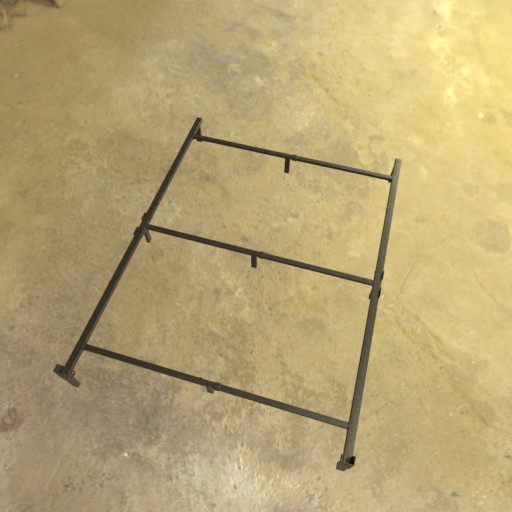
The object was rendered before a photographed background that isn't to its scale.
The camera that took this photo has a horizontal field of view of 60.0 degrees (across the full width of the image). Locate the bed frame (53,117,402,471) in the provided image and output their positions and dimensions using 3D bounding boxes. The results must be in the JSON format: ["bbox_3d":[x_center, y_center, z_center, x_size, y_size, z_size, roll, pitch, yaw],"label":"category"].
[{"bbox_3d":[0.000,0.000,2.672,1.498,0.248,1.990,14,59,9],"label":"bed frame"}]
